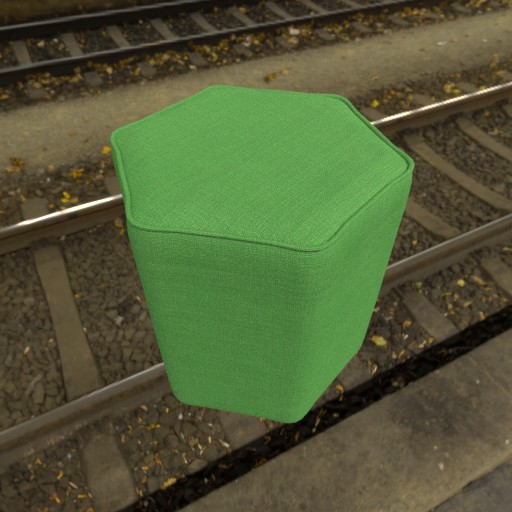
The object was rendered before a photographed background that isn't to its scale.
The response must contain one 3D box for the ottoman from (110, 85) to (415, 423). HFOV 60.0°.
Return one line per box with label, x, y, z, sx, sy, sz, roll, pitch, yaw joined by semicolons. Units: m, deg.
ottoman;0.000;0.000;0.875;0.444;0.507;0.499;32;53;28
